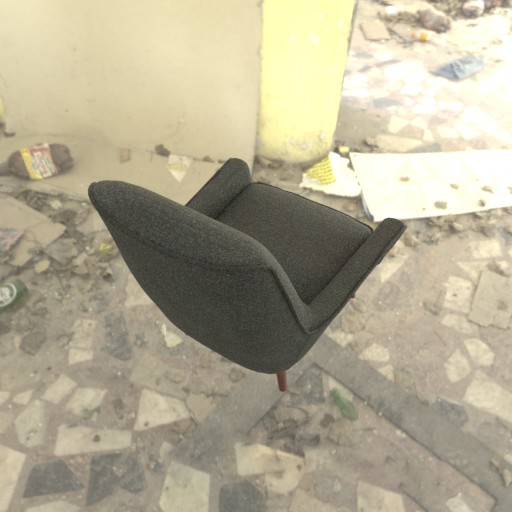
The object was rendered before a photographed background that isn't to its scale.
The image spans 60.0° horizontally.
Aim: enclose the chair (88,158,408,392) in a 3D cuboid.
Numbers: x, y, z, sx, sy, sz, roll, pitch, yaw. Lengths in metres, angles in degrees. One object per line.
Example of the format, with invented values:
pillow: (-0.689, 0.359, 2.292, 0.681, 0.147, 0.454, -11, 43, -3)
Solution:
chair: (0.000, 0.000, 1.492, 0.763, 0.883, 0.859, 25, 52, 22)
